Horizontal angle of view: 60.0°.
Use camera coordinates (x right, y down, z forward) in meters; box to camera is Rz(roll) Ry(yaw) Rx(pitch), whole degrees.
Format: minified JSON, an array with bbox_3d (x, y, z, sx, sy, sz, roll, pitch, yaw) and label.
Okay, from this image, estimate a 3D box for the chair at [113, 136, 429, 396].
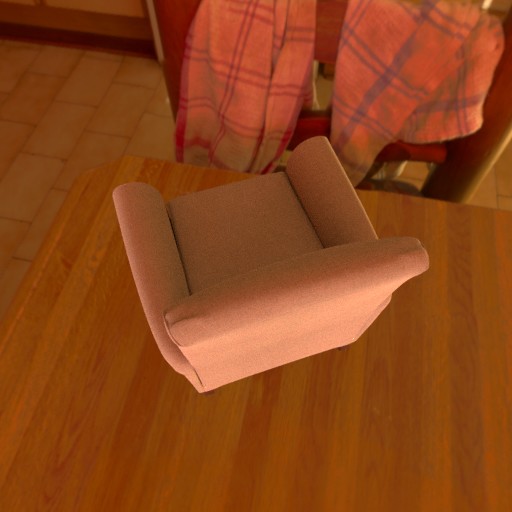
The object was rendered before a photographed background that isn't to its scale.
[{"bbox_3d":[0.000,0.000,1.780,0.978,1.061,0.905,-16,61,-9],"label":"chair"}]
